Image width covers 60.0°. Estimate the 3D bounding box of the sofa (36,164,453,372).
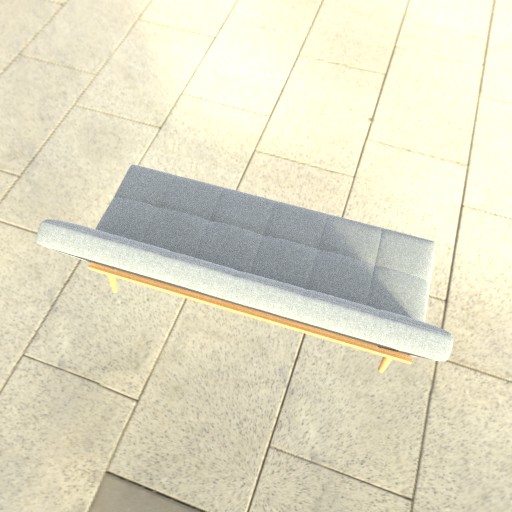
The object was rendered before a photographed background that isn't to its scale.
[{"bbox_3d":[0.000,0.000,2.305,1.820,0.800,0.800,15,64,8],"label":"sofa"}]
